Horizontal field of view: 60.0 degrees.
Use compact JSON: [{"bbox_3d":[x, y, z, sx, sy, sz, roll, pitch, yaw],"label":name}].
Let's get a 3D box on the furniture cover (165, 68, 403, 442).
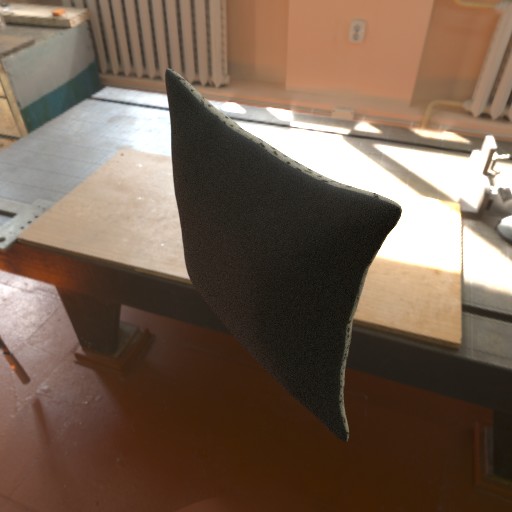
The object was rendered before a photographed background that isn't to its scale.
[{"bbox_3d":[0.000,0.000,0.768,0.180,0.498,0.525,-25,46,-27],"label":"furniture cover"}]
